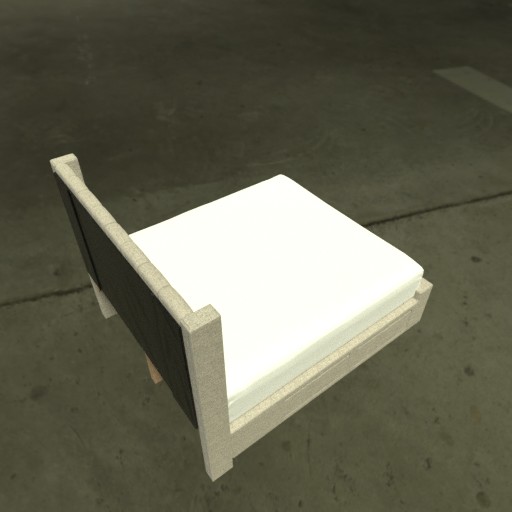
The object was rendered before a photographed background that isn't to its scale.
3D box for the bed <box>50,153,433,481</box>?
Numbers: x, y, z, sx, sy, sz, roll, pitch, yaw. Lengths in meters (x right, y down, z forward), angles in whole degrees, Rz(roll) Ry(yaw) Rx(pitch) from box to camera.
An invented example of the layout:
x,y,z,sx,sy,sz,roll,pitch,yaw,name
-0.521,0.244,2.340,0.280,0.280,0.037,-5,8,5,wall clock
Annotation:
x,y,z,sx,sy,sz,roll,pitch,yaw,name
0.000,0.000,3.801,2.372,1.748,2.044,-27,48,-27,bed
